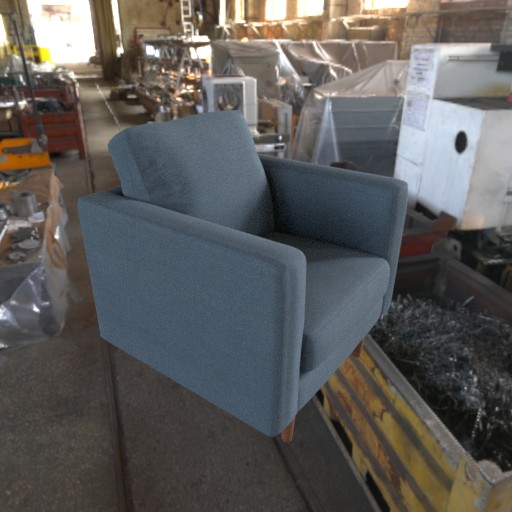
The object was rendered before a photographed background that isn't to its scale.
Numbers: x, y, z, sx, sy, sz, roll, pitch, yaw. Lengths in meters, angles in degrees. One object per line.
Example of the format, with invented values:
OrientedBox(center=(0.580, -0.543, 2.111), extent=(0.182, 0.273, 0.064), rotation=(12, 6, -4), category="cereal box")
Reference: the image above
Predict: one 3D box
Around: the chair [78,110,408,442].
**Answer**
OrientedBox(center=(0.000, 0.000, 1.588), extent=(0.820, 0.922, 0.855), rotation=(18, 31, 32), category="chair")
